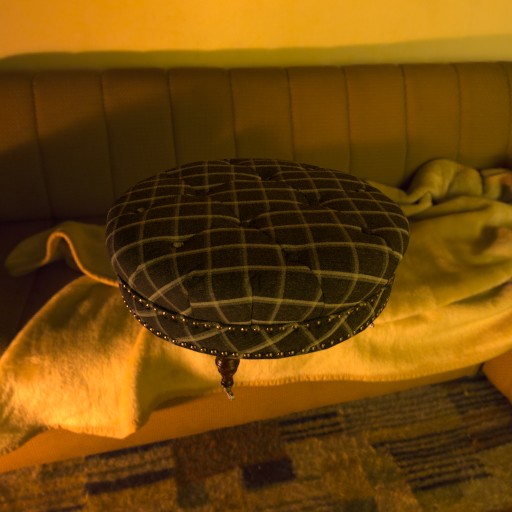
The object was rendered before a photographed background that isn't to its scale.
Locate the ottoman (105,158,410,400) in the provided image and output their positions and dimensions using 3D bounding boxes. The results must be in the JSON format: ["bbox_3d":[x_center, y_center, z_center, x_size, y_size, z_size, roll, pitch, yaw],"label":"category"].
[{"bbox_3d":[0.000,0.000,1.414,0.901,0.439,0.901,0,30,0],"label":"ottoman"}]
